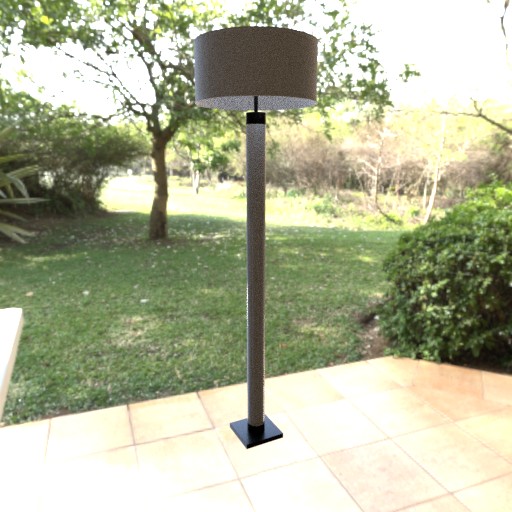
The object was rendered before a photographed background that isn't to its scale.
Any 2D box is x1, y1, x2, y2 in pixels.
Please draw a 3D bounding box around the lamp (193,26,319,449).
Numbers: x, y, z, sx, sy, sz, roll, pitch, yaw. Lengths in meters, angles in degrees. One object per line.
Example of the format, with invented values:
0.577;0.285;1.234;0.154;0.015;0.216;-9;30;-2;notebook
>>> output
0.000;0.000;1.645;0.420;1.475;0.420;-6;14;-26;lamp
